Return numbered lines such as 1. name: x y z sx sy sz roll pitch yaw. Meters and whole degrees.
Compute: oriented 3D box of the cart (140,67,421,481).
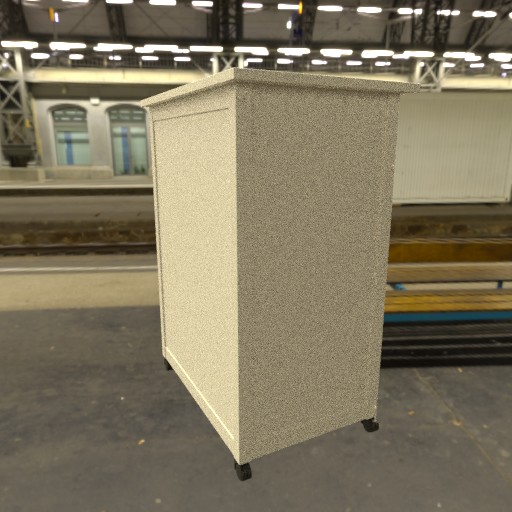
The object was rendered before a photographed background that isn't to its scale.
1. cart: 0.000 0.000 1.251 0.442 0.864 0.683 -7 16 -27
